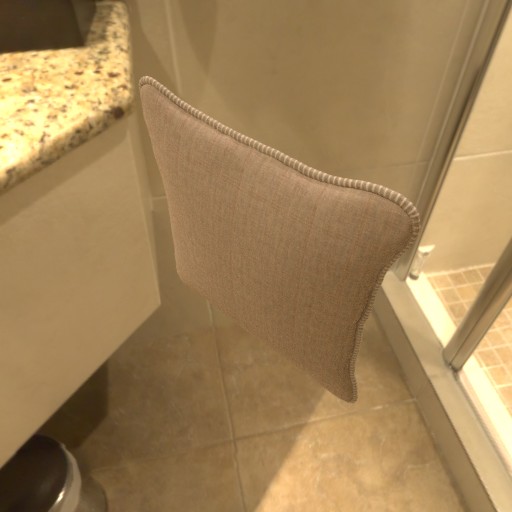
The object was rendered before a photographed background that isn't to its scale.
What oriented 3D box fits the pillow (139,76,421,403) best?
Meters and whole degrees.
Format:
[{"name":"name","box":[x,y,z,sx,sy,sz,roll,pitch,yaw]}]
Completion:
[{"name":"pillow","box":[0.000,0.000,0.757,0.485,0.494,0.124,32,55,26]}]
